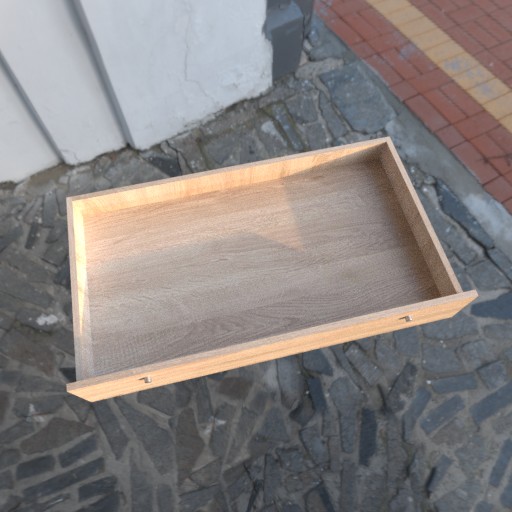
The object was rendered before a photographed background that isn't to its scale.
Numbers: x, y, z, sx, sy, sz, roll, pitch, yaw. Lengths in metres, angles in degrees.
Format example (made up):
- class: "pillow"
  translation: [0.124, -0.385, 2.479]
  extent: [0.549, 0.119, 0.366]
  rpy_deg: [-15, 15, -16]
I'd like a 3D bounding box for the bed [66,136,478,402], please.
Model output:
- class: "bed"
  translation: [0.000, 0.000, 1.488]
  extent: [1.200, 0.209, 0.685]
  rpy_deg: [-12, 64, -6]
